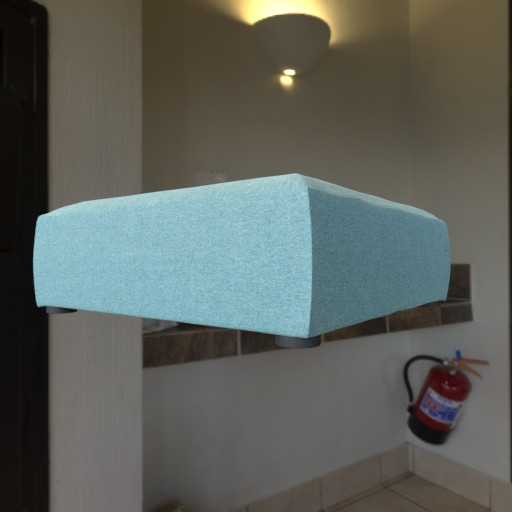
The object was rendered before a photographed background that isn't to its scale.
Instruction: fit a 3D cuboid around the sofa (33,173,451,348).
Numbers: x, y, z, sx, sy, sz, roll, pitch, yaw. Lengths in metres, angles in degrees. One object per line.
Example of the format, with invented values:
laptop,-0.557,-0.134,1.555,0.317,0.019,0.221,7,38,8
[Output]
sofa,0.000,0.000,1.388,0.930,0.330,0.930,0,0,37
